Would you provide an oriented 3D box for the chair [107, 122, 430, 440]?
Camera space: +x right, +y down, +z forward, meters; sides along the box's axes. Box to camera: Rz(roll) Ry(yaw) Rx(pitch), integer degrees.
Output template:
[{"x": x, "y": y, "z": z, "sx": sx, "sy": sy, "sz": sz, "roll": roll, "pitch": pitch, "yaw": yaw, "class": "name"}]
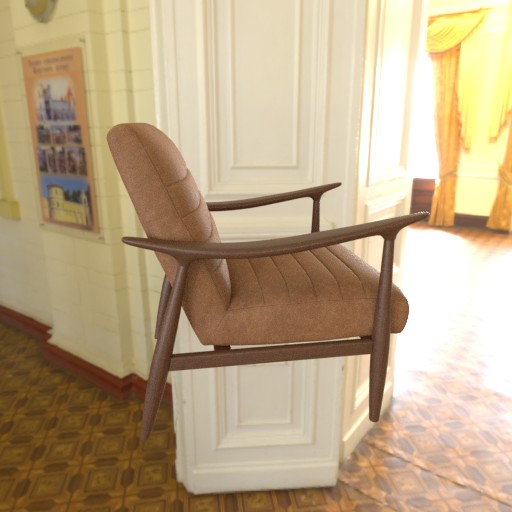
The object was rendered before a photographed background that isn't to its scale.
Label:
[{"x": 0.000, "y": 0.000, "z": 1.442, "sx": 0.798, "sy": 0.832, "sz": 0.741, "roll": -3, "pitch": 16, "yaw": -9, "class": "chair"}]
